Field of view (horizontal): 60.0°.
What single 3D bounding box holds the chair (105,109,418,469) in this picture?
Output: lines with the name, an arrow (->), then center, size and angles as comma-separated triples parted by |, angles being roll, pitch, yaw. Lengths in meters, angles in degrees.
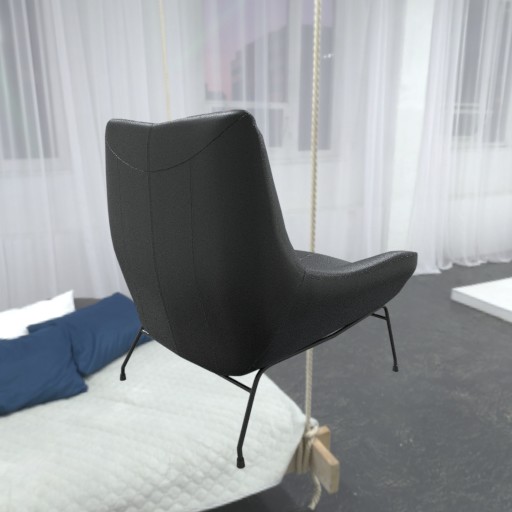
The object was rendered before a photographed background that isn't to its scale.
chair -> 0.000, 0.000, 1.563 | 0.826, 0.922, 0.836 | -14, 20, -43
